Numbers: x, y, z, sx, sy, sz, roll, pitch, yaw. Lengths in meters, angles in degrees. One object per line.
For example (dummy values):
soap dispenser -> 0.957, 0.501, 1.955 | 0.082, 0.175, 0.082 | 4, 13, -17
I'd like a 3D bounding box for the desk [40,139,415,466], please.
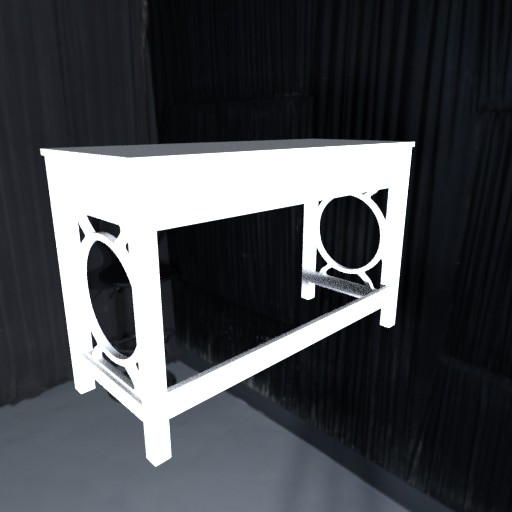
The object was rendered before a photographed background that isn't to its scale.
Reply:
desk -> 0.000, 0.000, 1.562 | 1.191, 0.762, 0.504 | -16, 23, -42
